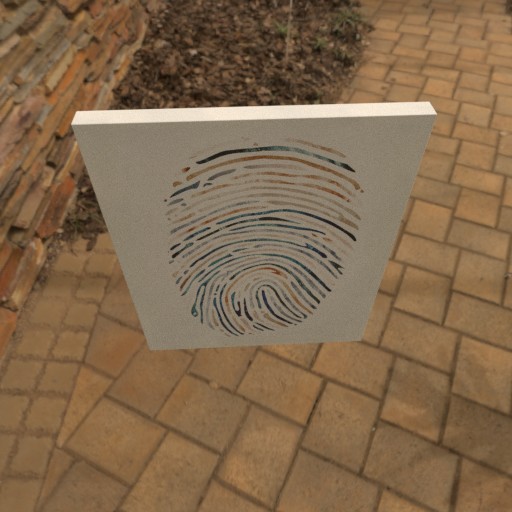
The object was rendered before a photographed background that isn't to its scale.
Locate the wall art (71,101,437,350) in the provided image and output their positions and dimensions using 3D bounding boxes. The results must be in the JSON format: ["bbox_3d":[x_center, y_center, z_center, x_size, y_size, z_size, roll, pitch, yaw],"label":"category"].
[{"bbox_3d":[0.000,0.000,0.851,0.508,0.606,0.037,-2,48,-2],"label":"wall art"}]
